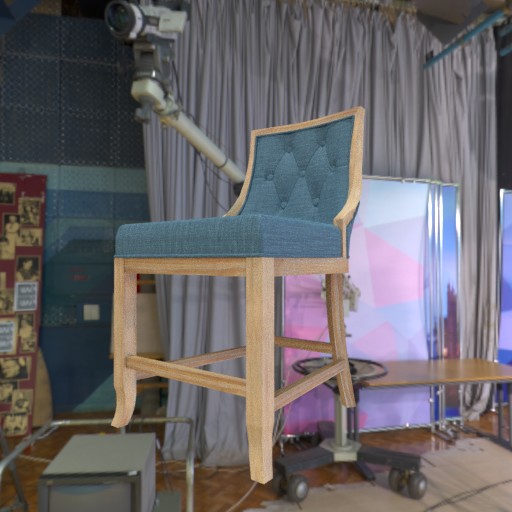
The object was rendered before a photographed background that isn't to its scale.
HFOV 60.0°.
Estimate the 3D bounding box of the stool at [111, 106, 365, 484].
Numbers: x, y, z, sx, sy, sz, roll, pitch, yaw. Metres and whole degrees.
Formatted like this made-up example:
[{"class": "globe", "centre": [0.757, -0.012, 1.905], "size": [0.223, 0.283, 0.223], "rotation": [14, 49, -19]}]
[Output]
[{"class": "stool", "centre": [0.000, 0.000, 1.308], "size": [0.524, 0.938, 0.626], "rotation": [0, -1, 38]}]
